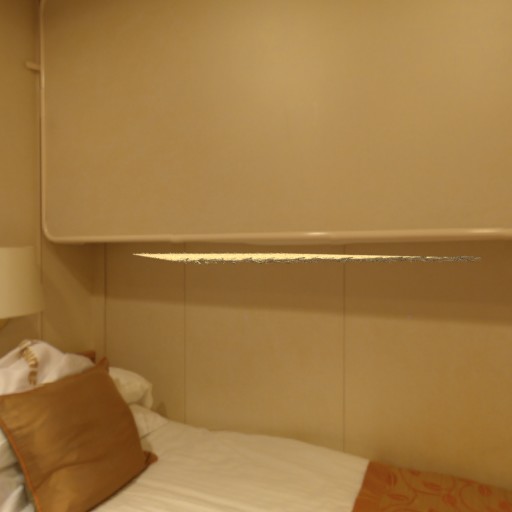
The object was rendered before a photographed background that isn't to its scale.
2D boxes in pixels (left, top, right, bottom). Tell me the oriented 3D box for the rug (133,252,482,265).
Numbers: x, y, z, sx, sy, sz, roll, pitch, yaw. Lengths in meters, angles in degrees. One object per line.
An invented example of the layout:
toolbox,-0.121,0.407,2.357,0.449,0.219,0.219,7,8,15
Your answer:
rug,0.000,0.000,3.072,1.495,0.035,2.472,0,1,-19
